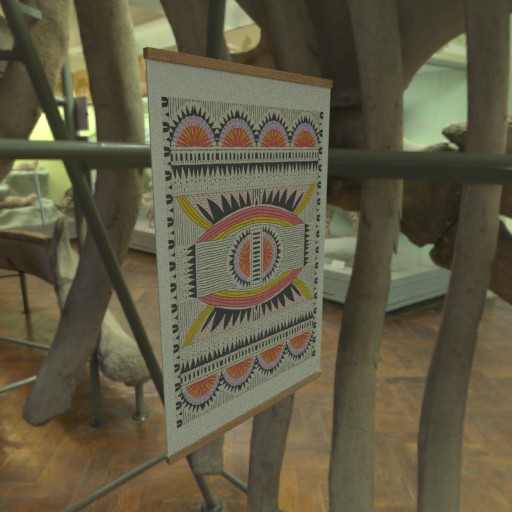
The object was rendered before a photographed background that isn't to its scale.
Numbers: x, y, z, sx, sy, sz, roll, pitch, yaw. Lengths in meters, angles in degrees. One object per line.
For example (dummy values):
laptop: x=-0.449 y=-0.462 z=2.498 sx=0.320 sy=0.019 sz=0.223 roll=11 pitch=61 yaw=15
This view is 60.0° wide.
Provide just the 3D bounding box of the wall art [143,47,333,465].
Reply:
wall art: x=0.000 y=0.000 z=1.931 sx=0.028 sy=1.533 sz=0.999 roll=13 pitch=19 yaw=43
